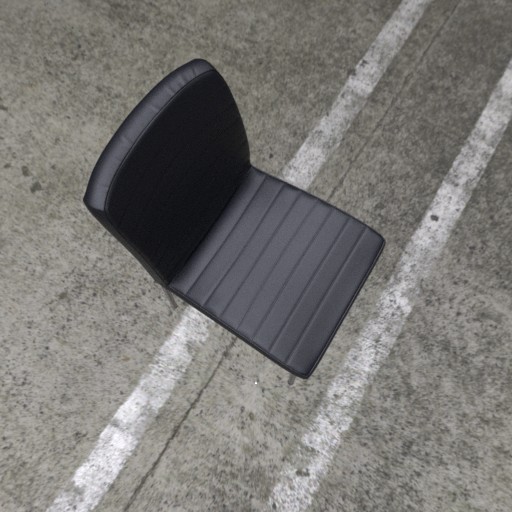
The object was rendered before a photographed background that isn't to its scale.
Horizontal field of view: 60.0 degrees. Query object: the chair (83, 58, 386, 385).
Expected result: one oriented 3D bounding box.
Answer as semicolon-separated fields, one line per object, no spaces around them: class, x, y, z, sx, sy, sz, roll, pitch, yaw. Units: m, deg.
chair;0.000;0.000;1.202;0.572;0.872;0.450;31;76;8
